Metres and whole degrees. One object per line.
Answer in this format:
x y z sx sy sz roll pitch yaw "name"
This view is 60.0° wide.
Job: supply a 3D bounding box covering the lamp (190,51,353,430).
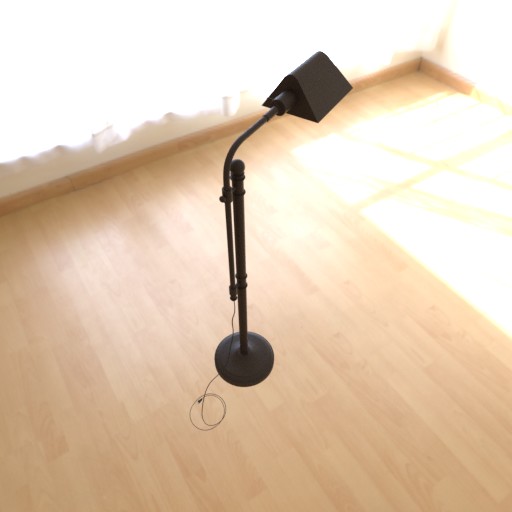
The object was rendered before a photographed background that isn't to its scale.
0.000 0.000 0.958 0.159 0.708 0.545 25 52 21 "lamp"
